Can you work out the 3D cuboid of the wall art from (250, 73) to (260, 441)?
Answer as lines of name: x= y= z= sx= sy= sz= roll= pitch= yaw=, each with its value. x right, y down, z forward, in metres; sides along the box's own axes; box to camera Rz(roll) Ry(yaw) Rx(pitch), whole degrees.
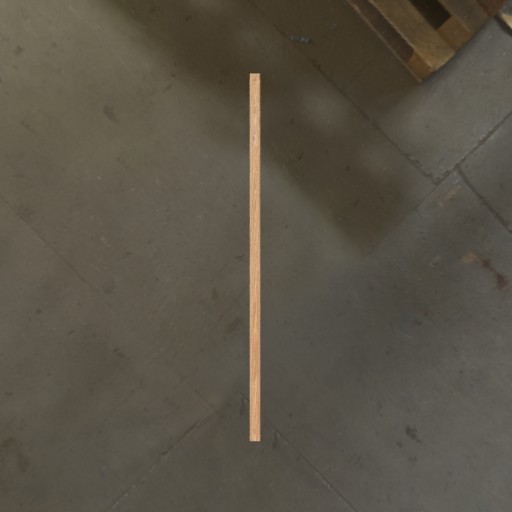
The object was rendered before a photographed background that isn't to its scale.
wall art: x=0.000 y=0.000 z=1.971 sx=0.028 sy=1.533 sz=0.999 roll=0 pitch=90 yaw=0
